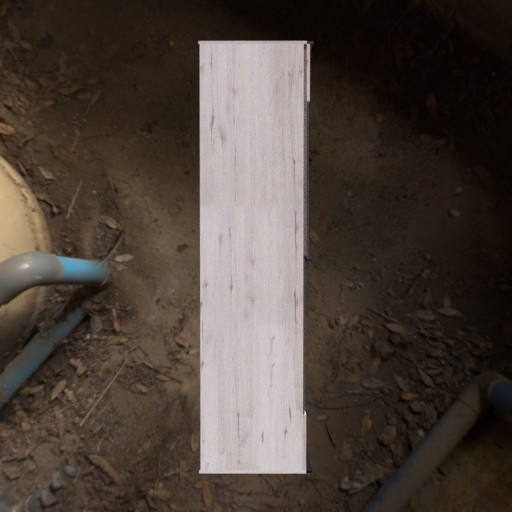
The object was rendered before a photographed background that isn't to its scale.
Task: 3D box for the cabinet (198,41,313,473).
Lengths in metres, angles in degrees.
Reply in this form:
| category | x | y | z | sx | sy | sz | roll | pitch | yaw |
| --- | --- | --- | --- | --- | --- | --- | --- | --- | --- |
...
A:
| category | x | y | z | sx | sy | sz | roll | pitch | yaw |
| --- | --- | --- | --- | --- | --- | --- | --- | --- | --- |
| cabinet | 0.000 | 0.000 | 3.651 | 0.660 | 2.180 | 2.500 | 0 | 91 | 0 |
